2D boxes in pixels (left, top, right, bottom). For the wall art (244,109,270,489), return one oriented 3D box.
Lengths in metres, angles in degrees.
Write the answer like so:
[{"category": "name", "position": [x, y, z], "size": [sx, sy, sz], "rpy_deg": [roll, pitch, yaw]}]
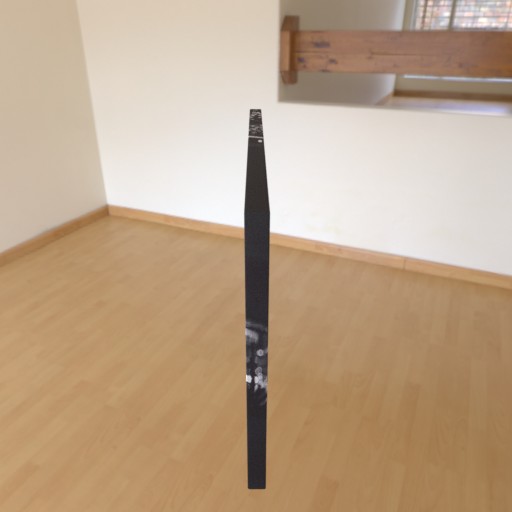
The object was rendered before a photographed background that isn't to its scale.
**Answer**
[{"category": "wall art", "position": [0.000, 0.000, 1.177], "size": [0.038, 0.609, 0.914], "rpy_deg": [0, 27, 0]}]
